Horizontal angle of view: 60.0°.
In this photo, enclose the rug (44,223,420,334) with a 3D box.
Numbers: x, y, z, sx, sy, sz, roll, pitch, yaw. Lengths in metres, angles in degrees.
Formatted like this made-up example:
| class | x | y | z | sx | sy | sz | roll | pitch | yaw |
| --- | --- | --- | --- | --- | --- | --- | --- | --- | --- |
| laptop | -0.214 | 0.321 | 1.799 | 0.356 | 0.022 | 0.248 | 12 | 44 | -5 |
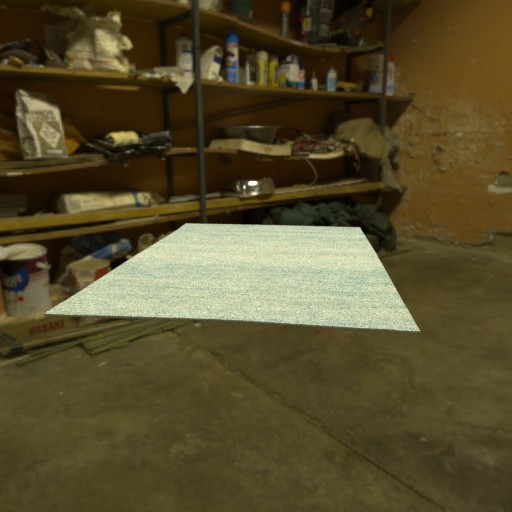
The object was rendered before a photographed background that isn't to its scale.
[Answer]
| class | x | y | z | sx | sy | sz | roll | pitch | yaw |
| --- | --- | --- | --- | --- | --- | --- | --- | --- | --- |
| rug | 0.000 | 0.000 | 2.969 | 1.613 | 0.030 | 2.306 | 2 | 14 | 7 |
